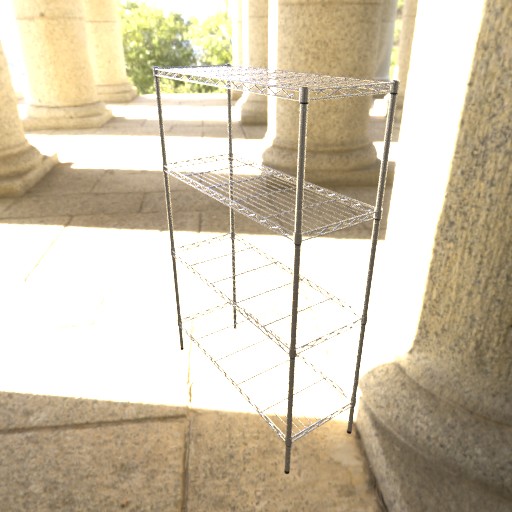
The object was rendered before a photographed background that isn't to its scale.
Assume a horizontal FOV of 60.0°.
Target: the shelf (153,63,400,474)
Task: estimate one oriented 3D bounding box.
[{"bbox_3d":[0.000,0.000,1.770,0.352,1.360,0.907,-17,31,-31],"label":"shelf"}]
